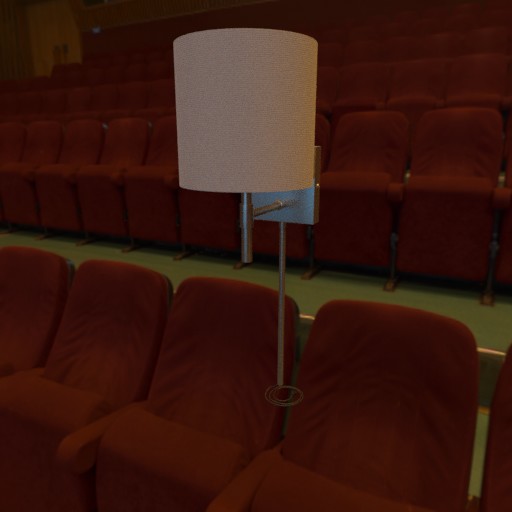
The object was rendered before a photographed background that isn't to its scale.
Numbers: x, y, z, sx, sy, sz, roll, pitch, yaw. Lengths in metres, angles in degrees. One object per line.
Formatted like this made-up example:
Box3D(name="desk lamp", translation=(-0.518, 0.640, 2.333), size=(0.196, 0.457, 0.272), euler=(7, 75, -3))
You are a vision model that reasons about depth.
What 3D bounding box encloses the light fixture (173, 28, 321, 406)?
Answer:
Box3D(name="light fixture", translation=(0.000, 0.000, 0.686), size=(0.188, 0.589, 0.248), euler=(7, 17, 26))
